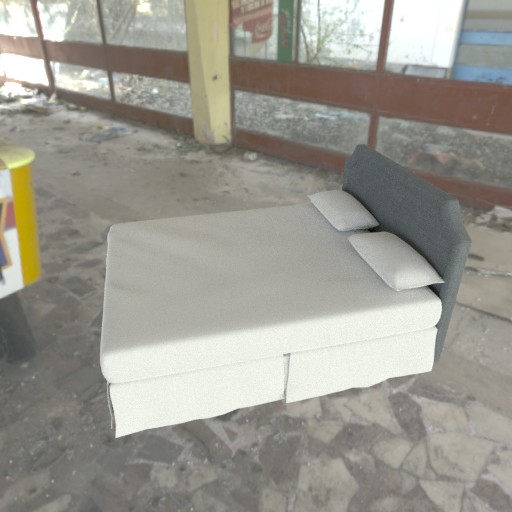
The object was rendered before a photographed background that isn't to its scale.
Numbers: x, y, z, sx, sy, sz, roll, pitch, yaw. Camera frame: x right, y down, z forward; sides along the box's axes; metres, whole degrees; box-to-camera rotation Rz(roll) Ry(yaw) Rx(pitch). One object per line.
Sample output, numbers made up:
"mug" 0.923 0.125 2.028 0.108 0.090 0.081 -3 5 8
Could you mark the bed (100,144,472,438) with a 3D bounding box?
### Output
"bed" 0.000 0.000 3.618 2.464 1.306 1.977 -7 31 -12
